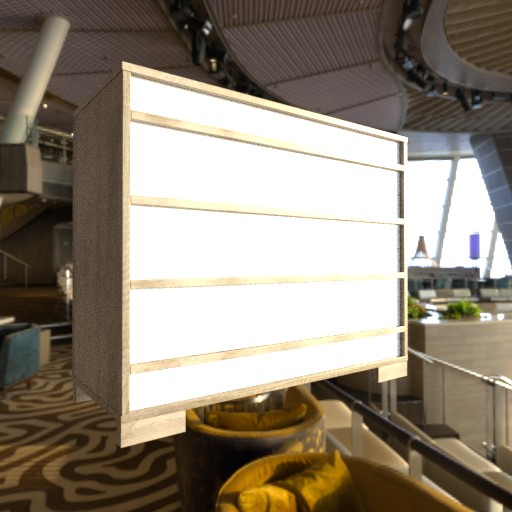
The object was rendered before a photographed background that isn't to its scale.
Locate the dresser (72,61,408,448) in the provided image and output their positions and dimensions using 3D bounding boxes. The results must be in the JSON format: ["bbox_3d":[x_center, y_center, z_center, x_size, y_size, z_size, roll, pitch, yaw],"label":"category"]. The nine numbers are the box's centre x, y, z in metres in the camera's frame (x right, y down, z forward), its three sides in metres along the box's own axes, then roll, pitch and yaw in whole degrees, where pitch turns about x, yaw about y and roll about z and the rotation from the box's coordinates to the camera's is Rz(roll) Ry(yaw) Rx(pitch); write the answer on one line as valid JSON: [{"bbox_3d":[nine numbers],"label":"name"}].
[{"bbox_3d":[0.000,0.000,1.388,0.994,0.816,0.404,0,-1,-36],"label":"dresser"}]
